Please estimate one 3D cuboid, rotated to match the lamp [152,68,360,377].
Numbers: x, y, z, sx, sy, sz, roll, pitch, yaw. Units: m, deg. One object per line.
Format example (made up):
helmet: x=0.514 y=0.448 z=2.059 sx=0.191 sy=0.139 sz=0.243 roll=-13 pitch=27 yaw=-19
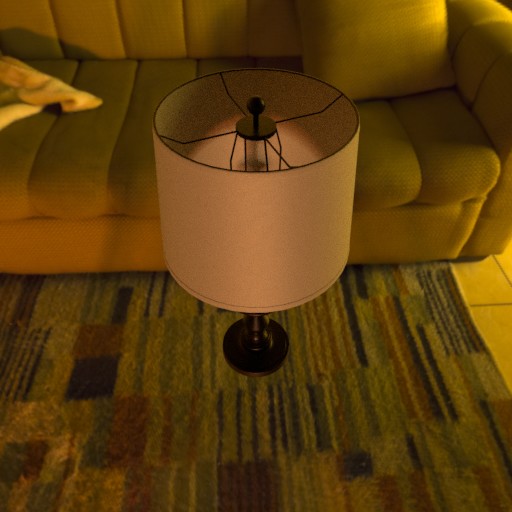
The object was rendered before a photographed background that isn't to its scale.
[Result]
lamp: x=0.000 y=0.000 z=0.959 sx=0.383 sy=0.726 sz=0.383 roll=0 pitch=46 yaw=0
